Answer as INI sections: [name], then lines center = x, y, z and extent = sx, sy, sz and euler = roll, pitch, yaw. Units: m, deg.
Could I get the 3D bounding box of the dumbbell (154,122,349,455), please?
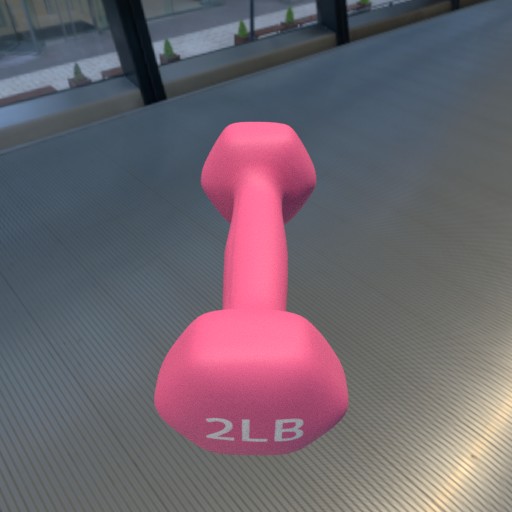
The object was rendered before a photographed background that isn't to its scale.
[dumbbell]
center = 0.000, 0.000, 0.177
extent = 0.058, 0.053, 0.146
euler = 1, 42, 1
